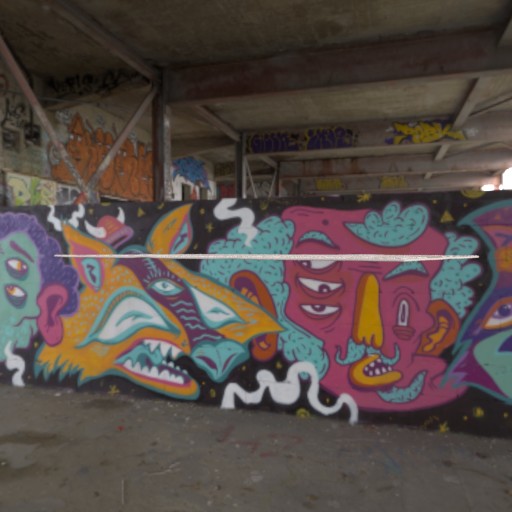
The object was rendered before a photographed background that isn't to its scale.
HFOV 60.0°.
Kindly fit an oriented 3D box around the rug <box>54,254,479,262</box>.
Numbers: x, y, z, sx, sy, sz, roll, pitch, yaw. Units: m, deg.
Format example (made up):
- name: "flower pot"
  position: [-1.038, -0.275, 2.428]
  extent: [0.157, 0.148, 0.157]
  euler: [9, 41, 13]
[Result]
- name: "rug"
  position: [0.000, 0.000, 1.046]
  extent: [0.867, 0.007, 0.515]
  euler: [0, 1, 37]
